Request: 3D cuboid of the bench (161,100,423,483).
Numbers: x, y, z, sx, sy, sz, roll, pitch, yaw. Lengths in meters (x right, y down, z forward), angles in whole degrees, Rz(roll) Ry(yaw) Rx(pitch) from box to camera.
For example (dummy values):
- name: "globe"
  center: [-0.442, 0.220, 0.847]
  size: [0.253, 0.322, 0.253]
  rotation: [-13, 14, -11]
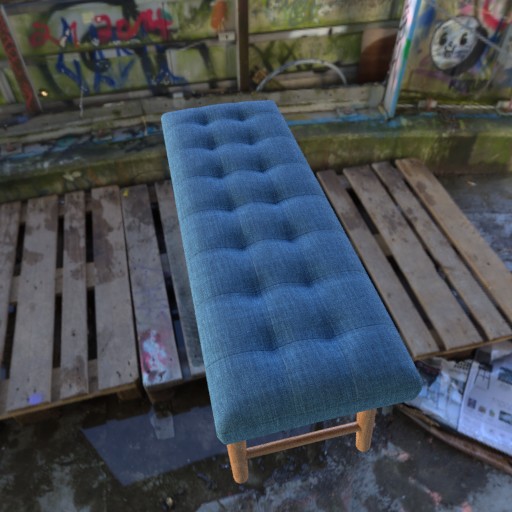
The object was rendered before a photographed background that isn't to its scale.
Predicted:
- name: "bench"
  center: [0.000, 0.000, 1.306]
  size: [0.406, 0.432, 1.118]
  rotation: [-10, 48, -9]
